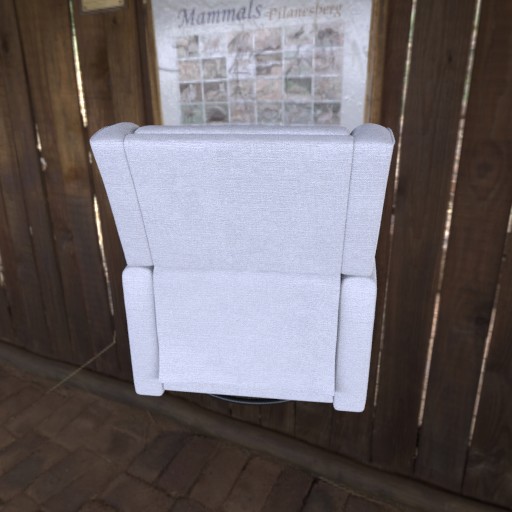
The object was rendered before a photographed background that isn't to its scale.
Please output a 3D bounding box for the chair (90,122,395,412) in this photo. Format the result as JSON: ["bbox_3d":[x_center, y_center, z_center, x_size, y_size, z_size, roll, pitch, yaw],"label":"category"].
[{"bbox_3d":[0.000,0.000,1.649,0.906,0.966,0.854,2,19,7],"label":"chair"}]
